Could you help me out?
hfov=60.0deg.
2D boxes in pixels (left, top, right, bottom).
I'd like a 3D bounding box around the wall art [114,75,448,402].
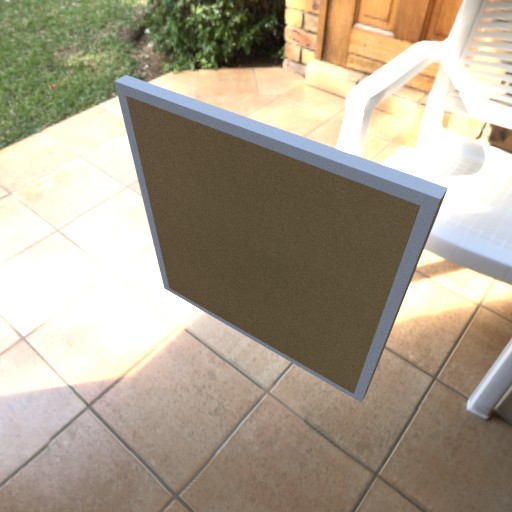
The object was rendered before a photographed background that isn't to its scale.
[{"bbox_3d":[0.000,0.000,1.167,0.763,0.761,0.038,26,52,22],"label":"wall art"}]
